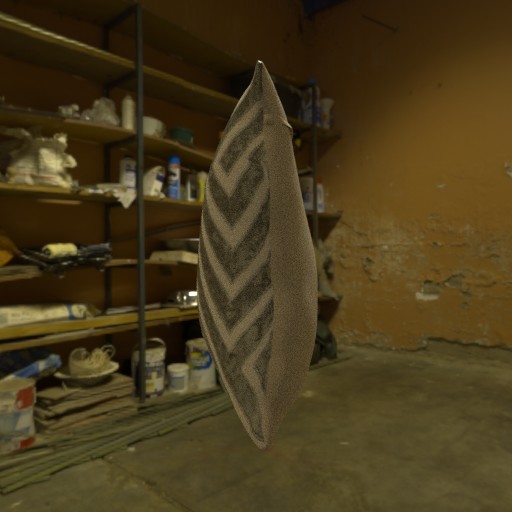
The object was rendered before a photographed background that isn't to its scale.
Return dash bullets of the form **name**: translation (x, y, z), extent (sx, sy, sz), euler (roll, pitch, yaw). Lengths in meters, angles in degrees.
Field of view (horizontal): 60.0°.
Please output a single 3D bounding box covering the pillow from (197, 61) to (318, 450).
- **pillow**: translation (0.000, 0.000, 0.698), extent (0.182, 0.441, 0.440), euler (0, 0, -1)
